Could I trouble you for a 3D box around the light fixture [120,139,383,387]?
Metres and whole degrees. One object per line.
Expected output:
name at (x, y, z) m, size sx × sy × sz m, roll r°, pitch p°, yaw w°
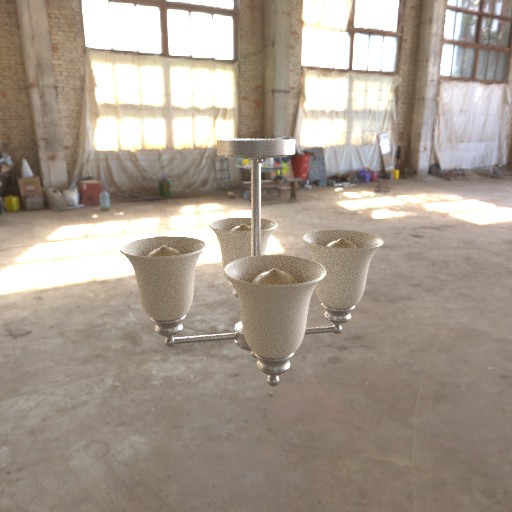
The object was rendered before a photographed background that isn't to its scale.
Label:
light fixture at (0.000, 0.000, 0.728) m, size 0.427 × 0.370 × 0.427 m, roll -3°, pitch 16°, yaw -9°
